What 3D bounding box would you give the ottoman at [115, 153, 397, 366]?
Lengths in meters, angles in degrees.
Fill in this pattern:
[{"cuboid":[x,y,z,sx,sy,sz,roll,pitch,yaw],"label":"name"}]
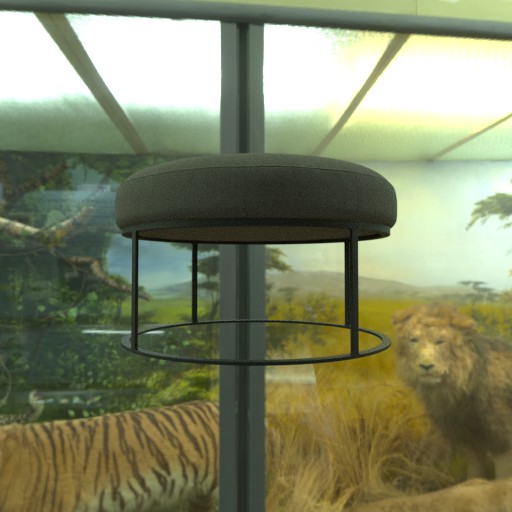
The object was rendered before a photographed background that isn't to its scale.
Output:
[{"cuboid":[0.000,0.000,1.258,0.772,0.460,0.772,0,-2,0],"label":"ottoman"}]
